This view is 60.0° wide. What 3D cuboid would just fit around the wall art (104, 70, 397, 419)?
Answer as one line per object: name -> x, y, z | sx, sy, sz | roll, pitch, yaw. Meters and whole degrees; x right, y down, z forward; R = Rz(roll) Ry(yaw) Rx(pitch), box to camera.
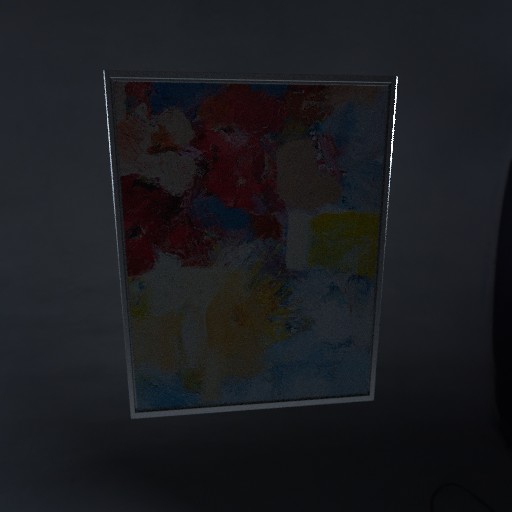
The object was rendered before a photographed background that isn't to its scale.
wall art -> 0.000, 0.000, 1.365 | 0.816, 1.046, 0.030 | -2, 14, -7
